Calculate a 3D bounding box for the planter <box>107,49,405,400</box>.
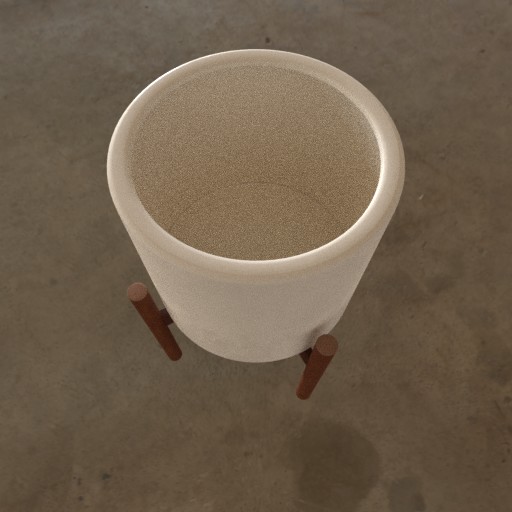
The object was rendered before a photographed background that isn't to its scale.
[{"bbox_3d":[0.000,0.000,0.492,0.224,0.358,0.224,14,63,7],"label":"planter"}]
